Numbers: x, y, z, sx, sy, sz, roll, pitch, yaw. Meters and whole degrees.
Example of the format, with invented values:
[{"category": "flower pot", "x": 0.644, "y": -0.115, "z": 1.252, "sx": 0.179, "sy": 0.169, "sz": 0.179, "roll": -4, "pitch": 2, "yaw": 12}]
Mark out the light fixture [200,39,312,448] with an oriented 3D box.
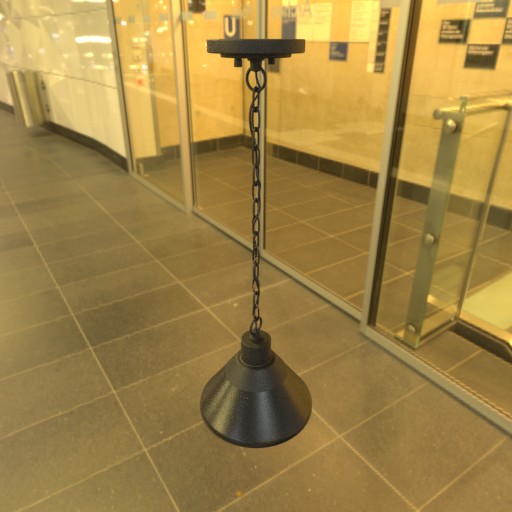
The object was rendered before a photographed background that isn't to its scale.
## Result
[{"category": "light fixture", "x": 0.000, "y": 0.000, "z": 0.669, "sx": 0.201, "sy": 0.588, "sz": 0.201, "roll": 18, "pitch": 32, "yaw": 32}]
